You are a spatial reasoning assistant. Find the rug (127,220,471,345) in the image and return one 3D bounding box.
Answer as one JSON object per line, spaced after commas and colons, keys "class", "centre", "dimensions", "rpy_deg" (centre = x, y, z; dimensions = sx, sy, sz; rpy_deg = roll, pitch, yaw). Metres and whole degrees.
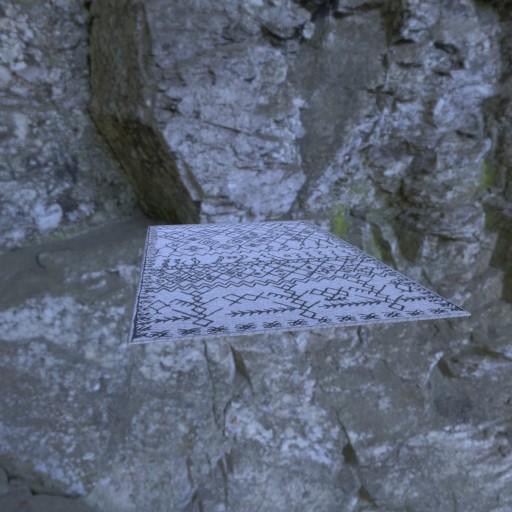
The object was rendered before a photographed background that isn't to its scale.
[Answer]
{"class": "rug", "centre": [0.000, 0.000, 3.045], "dimensions": [1.526, 0.012, 2.444], "rpy_deg": [-3, 15, -11]}
